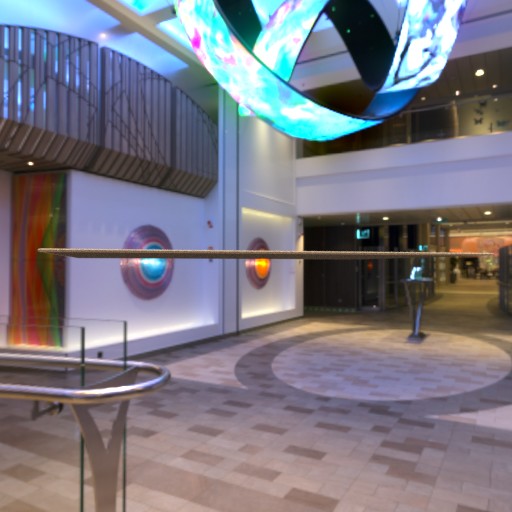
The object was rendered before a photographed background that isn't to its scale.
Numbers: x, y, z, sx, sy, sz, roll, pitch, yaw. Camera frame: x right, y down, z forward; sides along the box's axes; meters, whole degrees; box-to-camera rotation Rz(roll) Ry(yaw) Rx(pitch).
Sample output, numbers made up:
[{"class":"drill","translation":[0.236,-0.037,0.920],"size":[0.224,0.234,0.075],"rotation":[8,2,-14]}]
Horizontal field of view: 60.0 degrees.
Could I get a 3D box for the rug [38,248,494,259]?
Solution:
[{"class":"rug","translation":[0.000,0.000,2.268],"size":[1.829,0.010,1.219],"rotation":[0,-1,-16]}]
